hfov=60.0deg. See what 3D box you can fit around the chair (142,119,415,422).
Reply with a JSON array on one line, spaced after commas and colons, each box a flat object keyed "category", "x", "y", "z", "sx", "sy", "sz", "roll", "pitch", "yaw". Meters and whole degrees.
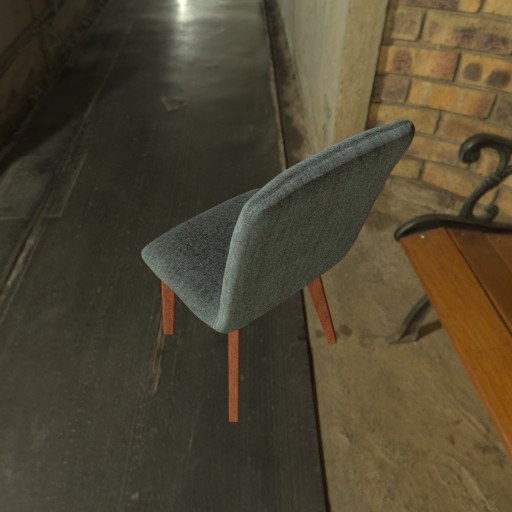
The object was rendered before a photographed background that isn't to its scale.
[{"category": "chair", "x": 0.000, "y": 0.000, "z": 1.334, "sx": 0.522, "sy": 0.974, "sz": 0.563, "roll": -31, "pitch": 54, "yaw": -26}]
